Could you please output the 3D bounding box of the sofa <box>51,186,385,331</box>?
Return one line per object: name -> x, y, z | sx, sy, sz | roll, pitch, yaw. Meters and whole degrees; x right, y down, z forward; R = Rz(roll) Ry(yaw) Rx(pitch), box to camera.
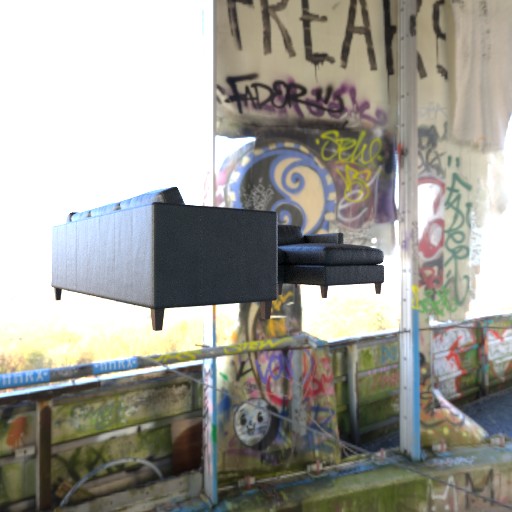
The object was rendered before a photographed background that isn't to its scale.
sofa -> 0.000, 0.000, 4.482 | 3.324, 0.891, 2.452 | 0, 0, -37
